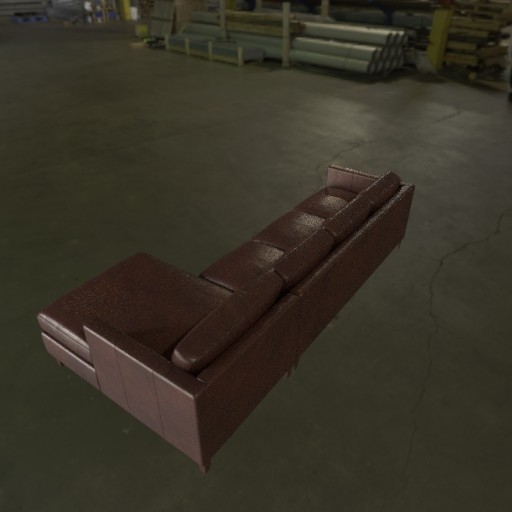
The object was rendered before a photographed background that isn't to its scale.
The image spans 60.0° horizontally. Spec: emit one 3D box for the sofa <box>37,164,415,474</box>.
[{"bbox_3d":[0.000,0.000,3.842,1.581,0.883,3.203,22,39,29],"label":"sofa"}]
